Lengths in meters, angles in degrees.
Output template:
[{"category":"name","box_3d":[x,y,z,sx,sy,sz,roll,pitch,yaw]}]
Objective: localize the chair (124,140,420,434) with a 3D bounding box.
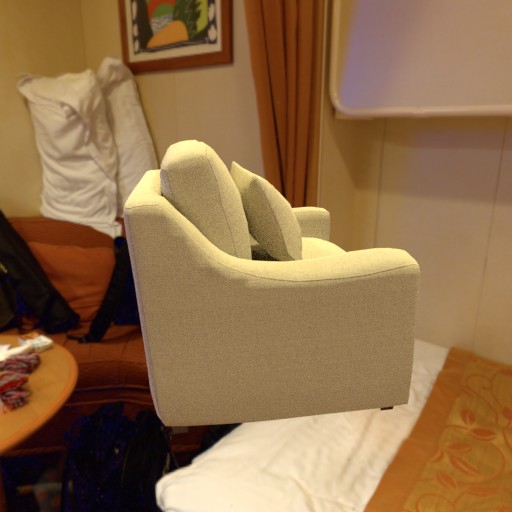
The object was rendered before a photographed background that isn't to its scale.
[{"category":"chair","box_3d":[0.000,0.000,2.023,1.009,1.016,1.178,-3,16,-10]}]
